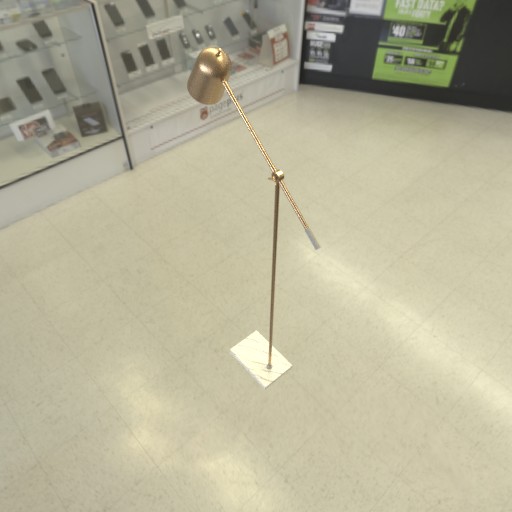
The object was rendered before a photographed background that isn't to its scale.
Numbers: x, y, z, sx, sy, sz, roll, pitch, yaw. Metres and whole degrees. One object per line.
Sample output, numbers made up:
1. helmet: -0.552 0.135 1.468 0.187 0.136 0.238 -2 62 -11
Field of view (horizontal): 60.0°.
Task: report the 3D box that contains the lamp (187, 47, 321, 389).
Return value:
1. lamp: 0.000 0.000 1.861 0.194 1.594 0.653 -32 54 -26
